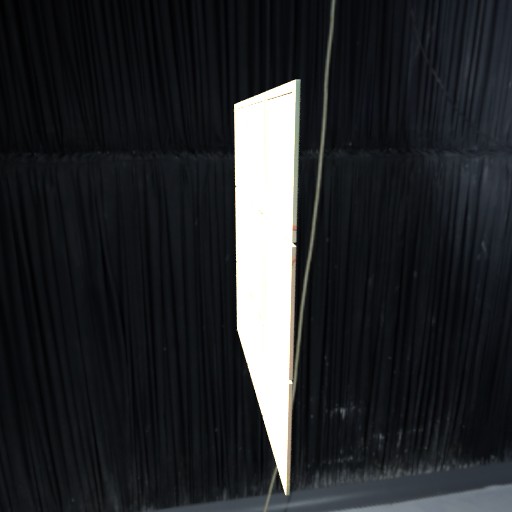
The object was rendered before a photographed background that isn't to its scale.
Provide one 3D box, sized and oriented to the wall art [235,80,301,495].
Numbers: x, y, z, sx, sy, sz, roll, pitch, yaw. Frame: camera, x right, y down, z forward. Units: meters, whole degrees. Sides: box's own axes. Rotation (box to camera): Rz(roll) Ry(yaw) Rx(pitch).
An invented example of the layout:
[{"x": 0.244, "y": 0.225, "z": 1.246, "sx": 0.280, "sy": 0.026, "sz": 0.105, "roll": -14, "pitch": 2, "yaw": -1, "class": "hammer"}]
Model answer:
[{"x": 0.000, "y": 0.000, "z": 1.797, "sx": 0.013, "sy": 1.219, "sz": 1.214, "roll": -3, "pitch": 16, "yaw": -9, "class": "wall art"}]
